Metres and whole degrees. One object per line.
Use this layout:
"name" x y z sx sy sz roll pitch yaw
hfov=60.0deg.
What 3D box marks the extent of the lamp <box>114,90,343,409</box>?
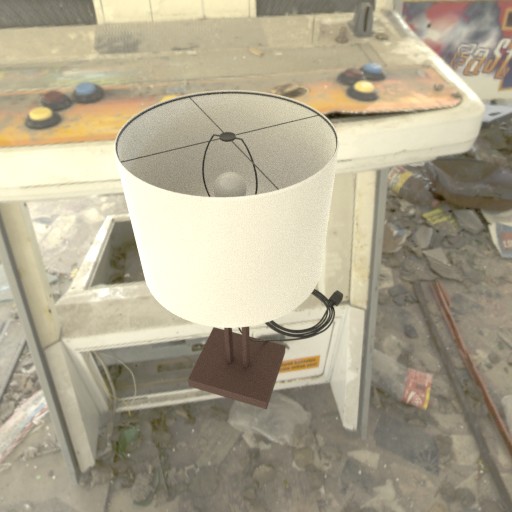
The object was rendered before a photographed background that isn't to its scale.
"lamp" 0.000 0.000 0.992 0.396 0.668 0.525 12 44 13
